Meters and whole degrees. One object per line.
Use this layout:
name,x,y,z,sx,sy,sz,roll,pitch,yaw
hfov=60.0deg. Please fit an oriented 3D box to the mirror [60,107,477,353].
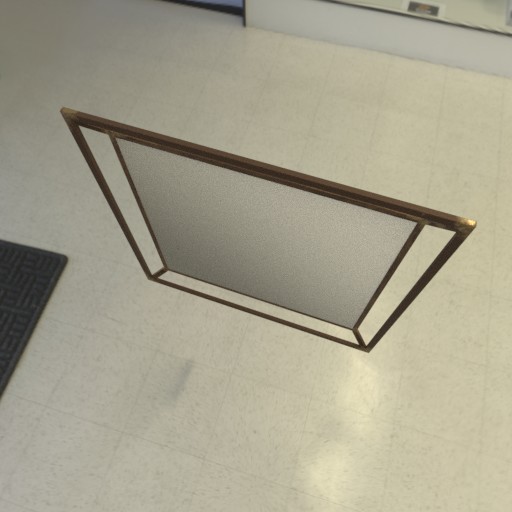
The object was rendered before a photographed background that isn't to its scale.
mirror,0.000,0.000,0.893,0.610,0.610,0.032,17,64,9
